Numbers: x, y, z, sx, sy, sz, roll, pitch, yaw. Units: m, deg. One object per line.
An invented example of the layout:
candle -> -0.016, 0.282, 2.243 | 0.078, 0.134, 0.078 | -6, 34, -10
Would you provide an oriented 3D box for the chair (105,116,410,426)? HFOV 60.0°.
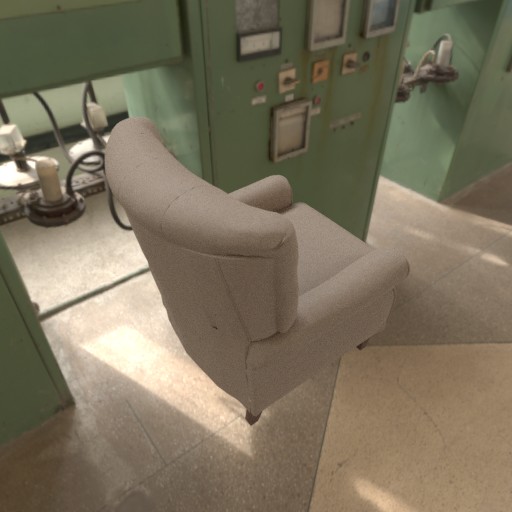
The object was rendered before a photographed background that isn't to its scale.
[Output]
chair -> 0.000, 0.000, 1.916 | 1.041, 1.138, 0.999 | -25, 46, -27
